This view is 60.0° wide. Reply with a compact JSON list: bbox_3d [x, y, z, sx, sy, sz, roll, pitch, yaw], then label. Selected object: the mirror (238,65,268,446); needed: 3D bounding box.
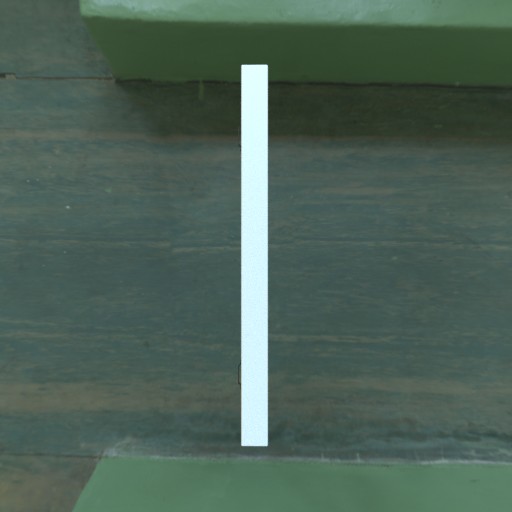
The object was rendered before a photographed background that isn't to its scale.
[{"bbox_3d":[0.000,0.000,0.944,0.040,0.710,0.507,0,90,1],"label":"mirror"}]
